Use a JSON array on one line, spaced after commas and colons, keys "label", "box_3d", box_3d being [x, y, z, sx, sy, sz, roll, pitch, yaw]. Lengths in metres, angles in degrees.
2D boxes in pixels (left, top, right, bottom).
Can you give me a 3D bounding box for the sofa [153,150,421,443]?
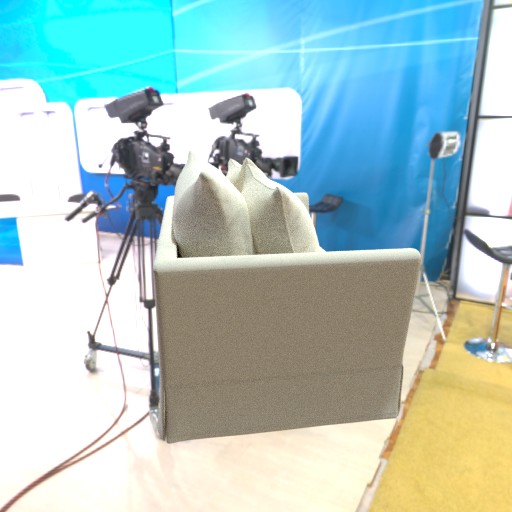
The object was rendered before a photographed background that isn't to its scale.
[{"label": "sofa", "box_3d": [0.000, 0.000, 2.356, 1.026, 1.039, 1.608, -3, 16, -9]}]
